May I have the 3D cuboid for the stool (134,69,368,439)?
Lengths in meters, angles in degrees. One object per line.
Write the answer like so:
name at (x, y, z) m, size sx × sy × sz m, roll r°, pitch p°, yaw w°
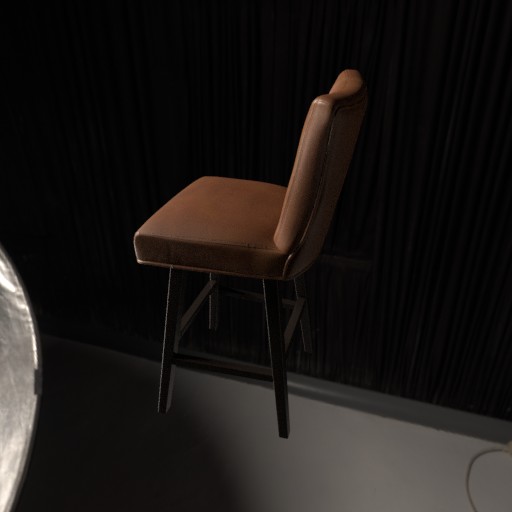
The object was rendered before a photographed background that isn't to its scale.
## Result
stool at (0.000, 0.000, 1.448) m, size 0.585 × 1.094 × 0.522 m, roll 9°, pitch 31°, yaw 15°
